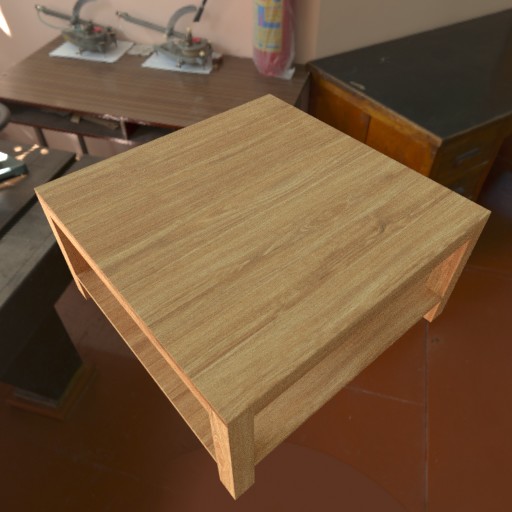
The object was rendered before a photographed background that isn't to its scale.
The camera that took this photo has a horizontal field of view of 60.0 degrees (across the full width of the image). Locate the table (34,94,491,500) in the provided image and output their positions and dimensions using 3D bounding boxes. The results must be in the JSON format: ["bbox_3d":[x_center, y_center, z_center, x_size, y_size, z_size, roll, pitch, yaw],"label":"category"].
[{"bbox_3d":[0.000,0.000,1.390,0.900,0.450,0.900,-31,54,-27],"label":"table"}]
